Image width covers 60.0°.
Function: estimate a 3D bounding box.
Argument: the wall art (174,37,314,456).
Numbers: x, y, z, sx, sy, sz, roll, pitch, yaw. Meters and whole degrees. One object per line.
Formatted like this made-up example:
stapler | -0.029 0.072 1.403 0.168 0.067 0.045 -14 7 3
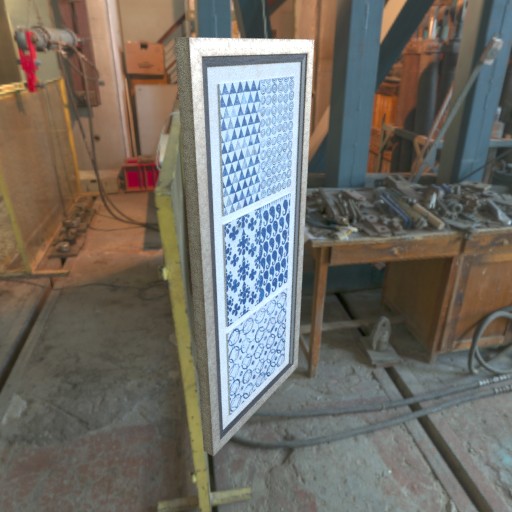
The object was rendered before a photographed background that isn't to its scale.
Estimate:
wall art | 0.000 0.000 1.659 0.051 1.461 0.648 17 30 31
